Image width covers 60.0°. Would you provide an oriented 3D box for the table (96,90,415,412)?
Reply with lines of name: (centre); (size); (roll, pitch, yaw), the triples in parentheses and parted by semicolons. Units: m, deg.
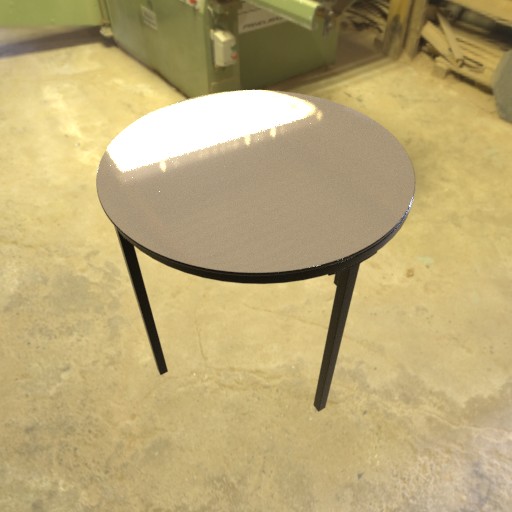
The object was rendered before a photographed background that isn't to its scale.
table: (0.000, 0.000, 0.871); (0.499, 0.443, 0.499); (0, 45, 0)
